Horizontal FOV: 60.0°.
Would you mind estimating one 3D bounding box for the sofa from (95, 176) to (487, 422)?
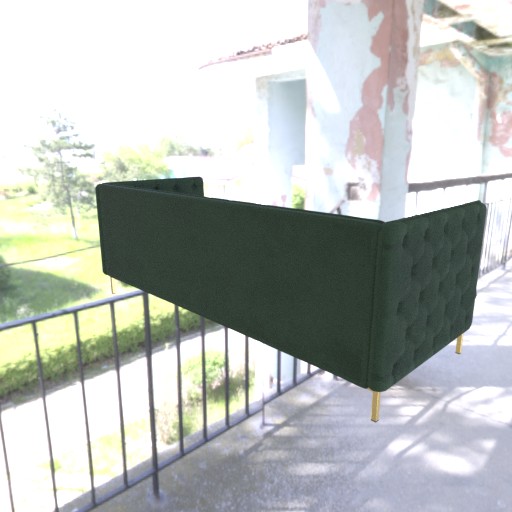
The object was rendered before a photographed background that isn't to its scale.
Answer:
[{"bbox_3d":[0.000,0.000,2.577,0.895,0.771,2.209,-14,20,-43],"label":"sofa"}]
